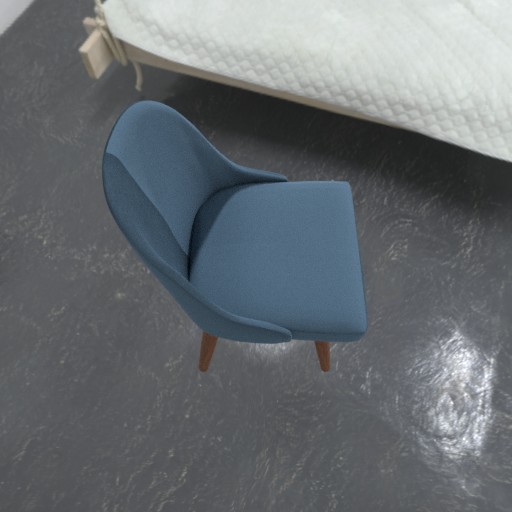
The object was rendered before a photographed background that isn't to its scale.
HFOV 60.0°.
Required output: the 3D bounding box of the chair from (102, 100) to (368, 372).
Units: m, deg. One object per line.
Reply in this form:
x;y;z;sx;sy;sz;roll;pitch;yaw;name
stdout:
0.000;0.000;1.243;0.589;0.882;0.503;0;63;0;chair
